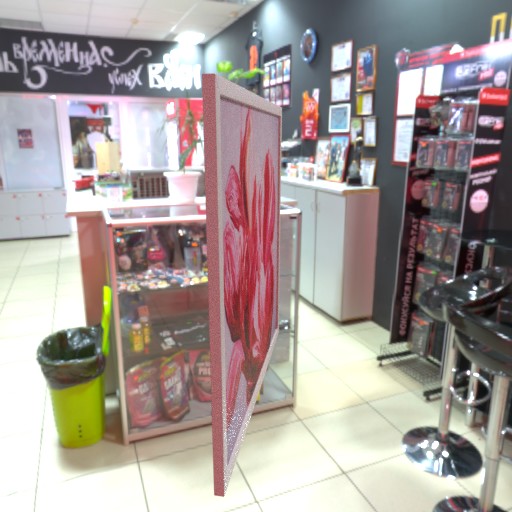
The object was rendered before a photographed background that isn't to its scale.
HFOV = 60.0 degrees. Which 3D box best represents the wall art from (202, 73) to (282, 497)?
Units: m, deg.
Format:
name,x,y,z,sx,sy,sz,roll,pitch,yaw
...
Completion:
name,x,y,z,sx,sy,sz,roll,pitch,yaw
wall art,0.000,0.000,1.182,0.022,0.803,0.805,3,15,10
